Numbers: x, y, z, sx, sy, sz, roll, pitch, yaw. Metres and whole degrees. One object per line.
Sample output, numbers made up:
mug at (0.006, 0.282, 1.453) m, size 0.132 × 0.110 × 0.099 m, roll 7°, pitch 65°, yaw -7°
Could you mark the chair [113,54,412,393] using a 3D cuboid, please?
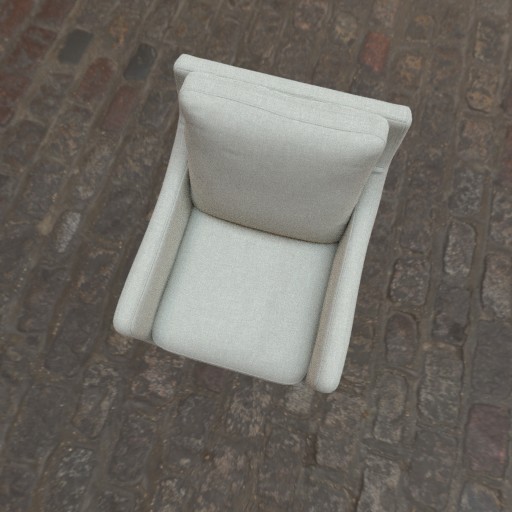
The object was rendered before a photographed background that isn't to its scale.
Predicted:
chair at (0.000, 0.000, 1.360) m, size 0.626 × 0.914 × 0.694 m, roll 15°, pitch 75°, yaw 4°
